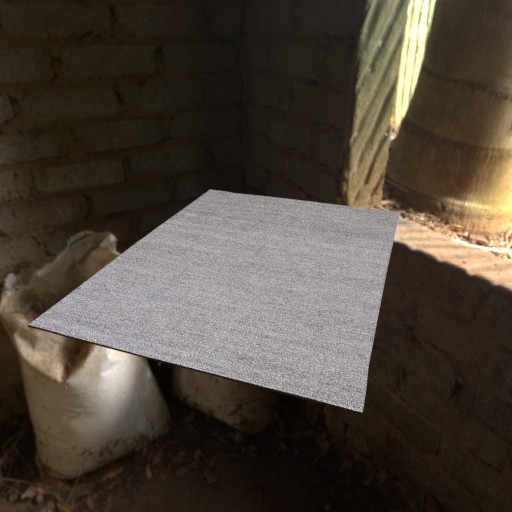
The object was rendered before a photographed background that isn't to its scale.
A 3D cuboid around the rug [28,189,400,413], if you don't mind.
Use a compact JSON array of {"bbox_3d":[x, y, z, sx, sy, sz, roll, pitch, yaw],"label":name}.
[{"bbox_3d":[0.000,0.000,4.212,2.434,0.045,3.202,10,29,17],"label":"rug"}]
